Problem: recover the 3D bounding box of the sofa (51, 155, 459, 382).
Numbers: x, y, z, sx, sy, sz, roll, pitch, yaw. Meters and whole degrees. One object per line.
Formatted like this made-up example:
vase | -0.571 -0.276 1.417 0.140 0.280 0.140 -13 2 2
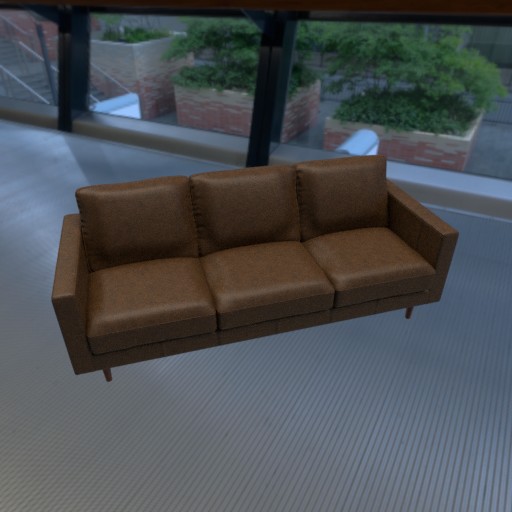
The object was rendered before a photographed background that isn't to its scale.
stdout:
sofa | 0.000 0.000 2.770 2.231 0.930 0.903 -9 34 -13
